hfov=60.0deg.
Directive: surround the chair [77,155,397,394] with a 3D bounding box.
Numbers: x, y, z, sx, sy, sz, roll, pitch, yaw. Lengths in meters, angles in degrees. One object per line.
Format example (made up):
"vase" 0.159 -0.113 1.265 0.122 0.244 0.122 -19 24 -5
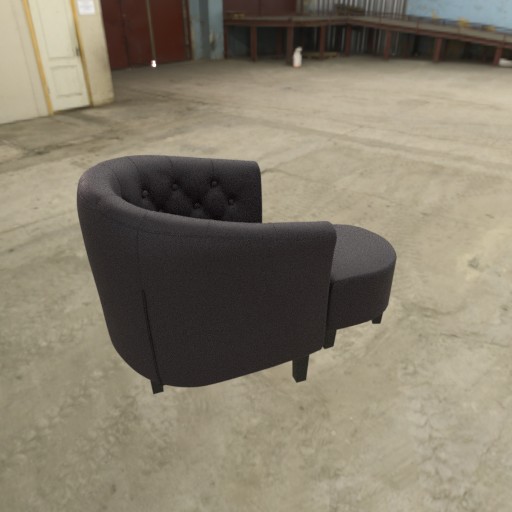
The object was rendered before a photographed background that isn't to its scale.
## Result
"chair" 0.000 0.000 1.702 1.191 0.760 0.763 -10 31 -18
